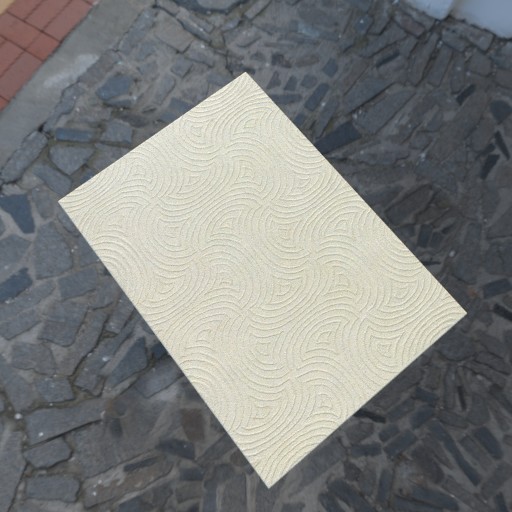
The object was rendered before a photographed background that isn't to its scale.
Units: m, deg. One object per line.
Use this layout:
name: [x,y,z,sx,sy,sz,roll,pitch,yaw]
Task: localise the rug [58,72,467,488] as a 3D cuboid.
rug: [0.000,0.000,2.734,1.526,0.015,2.132,-38,79,-9]
